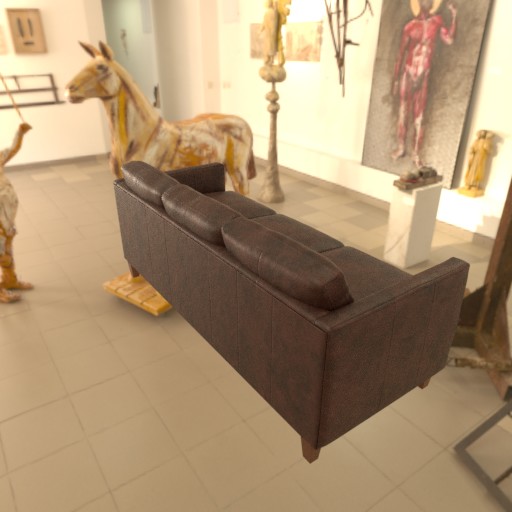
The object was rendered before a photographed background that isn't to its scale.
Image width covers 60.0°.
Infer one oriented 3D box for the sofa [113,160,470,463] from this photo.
[{"bbox_3d":[0.000,0.000,2.991,1.045,1.006,2.464,-17,31,-31],"label":"sofa"}]
